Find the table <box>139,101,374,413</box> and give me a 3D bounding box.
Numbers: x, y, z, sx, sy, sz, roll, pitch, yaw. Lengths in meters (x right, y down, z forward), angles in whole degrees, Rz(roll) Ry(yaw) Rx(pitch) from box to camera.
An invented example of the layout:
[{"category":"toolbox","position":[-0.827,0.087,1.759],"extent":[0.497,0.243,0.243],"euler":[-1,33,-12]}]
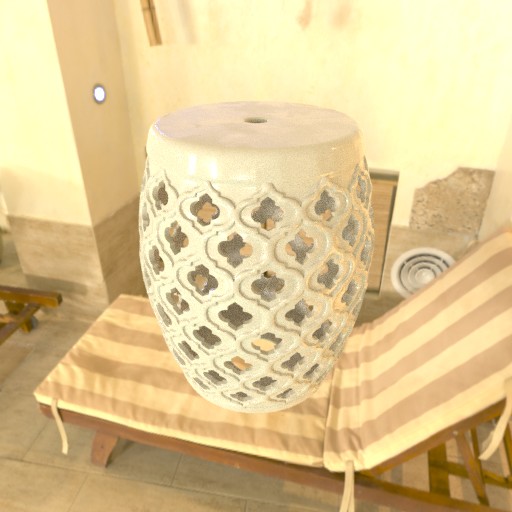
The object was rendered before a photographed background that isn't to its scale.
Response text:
[{"category":"table","position":[0.000,0.000,0.645],"extent":[0.325,0.388,0.325],"euler":[0,30,0]}]
